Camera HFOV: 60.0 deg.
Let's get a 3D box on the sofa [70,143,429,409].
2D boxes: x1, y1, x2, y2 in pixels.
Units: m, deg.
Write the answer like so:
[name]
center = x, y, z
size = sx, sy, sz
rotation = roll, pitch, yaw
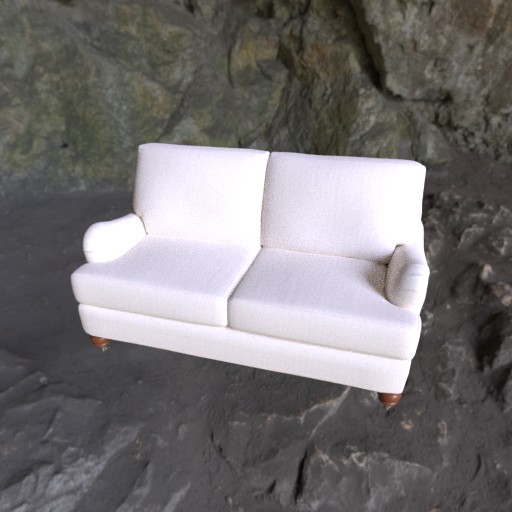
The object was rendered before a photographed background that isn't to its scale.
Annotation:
[sofa]
center = 0.000, 0.000, 2.590
size = 1.853, 1.101, 1.084
rotation = 7, 27, 15
